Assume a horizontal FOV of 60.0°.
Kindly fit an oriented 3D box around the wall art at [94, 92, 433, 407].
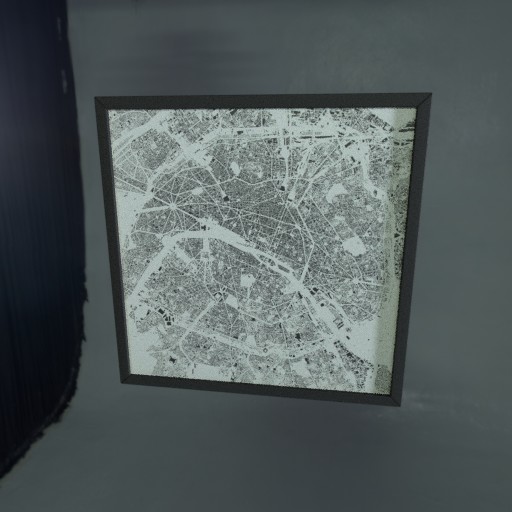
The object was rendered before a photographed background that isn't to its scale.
[{"bbox_3d":[0.000,0.000,0.744,0.508,0.508,0.037,2,16,8],"label":"wall art"}]
